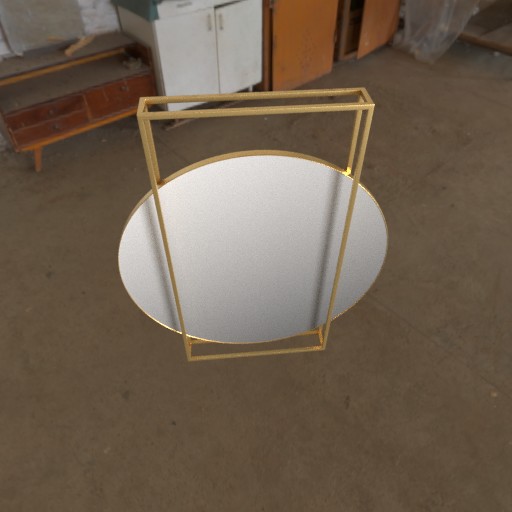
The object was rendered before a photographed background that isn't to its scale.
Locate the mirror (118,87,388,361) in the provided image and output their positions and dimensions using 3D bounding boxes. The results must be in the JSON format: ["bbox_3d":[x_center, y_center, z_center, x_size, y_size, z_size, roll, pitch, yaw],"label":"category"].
[{"bbox_3d":[0.000,0.000,0.817,0.508,0.603,0.051,-4,46,-4],"label":"mirror"}]
